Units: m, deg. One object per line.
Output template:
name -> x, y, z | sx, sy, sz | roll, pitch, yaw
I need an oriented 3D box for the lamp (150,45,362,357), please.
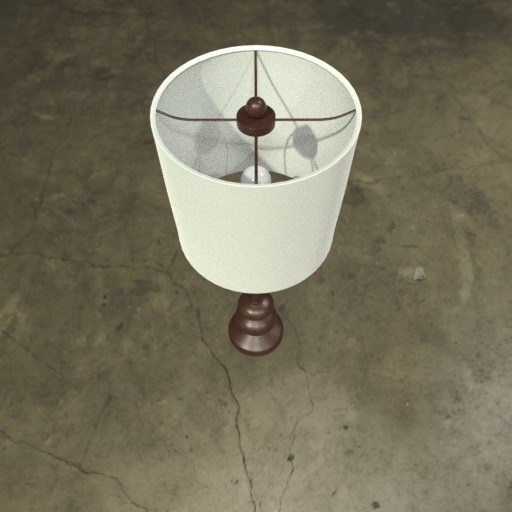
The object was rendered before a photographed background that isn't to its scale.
lamp -> 0.000, 0.000, 0.813 | 0.254, 0.690, 0.254 | 0, 57, 0
